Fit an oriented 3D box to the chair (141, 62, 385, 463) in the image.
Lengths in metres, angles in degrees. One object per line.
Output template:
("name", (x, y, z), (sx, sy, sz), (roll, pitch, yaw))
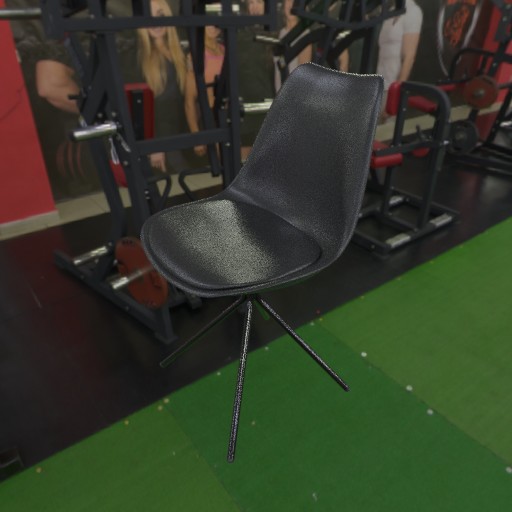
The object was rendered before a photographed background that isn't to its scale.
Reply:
("chair", (0.000, 0.000, 1.126), (0.525, 0.850, 0.461), (-20, 36, -29))
